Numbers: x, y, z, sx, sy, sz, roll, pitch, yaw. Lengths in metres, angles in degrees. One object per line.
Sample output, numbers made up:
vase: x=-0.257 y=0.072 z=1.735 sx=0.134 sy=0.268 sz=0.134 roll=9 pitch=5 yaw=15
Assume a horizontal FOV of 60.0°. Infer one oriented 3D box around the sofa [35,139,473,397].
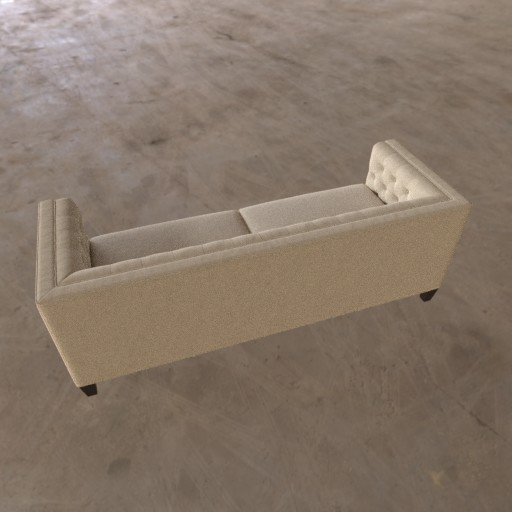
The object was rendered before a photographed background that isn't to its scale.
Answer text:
sofa: x=0.000 y=0.000 z=2.575 sx=2.159 sy=0.762 sz=0.775 roll=-13 pitch=44 yaw=-14
